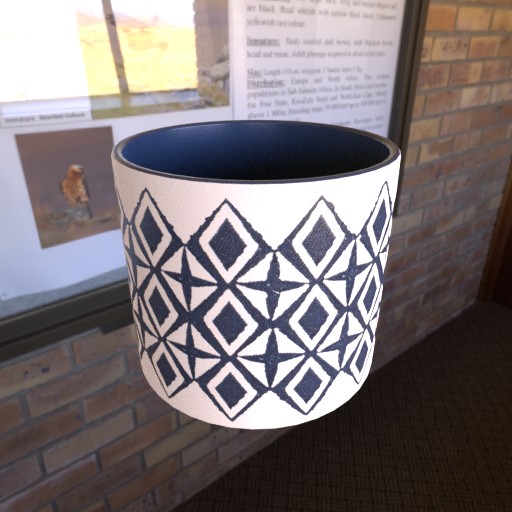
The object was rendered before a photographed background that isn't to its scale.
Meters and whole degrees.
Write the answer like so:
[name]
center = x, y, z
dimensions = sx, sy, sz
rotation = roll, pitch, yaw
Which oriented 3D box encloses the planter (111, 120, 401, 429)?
[planter]
center = 0.000, 0.000, 0.323
dimensions = 0.182, 0.165, 0.182
rotation = 0, 26, 0
